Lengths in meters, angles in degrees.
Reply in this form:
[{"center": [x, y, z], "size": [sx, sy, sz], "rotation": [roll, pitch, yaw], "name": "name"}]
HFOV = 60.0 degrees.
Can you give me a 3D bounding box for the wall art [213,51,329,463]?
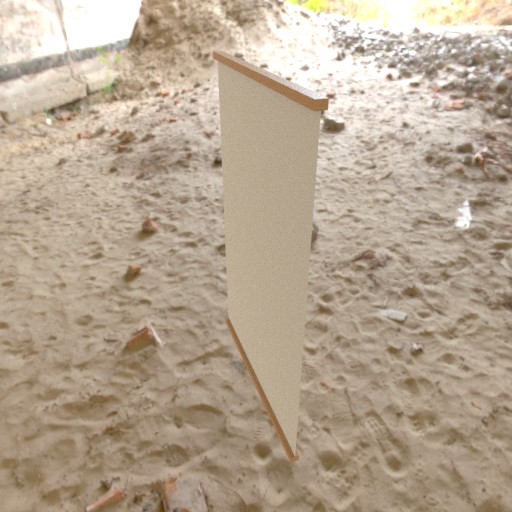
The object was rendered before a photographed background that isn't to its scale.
[{"center": [0.000, 0.000, 1.918], "size": [0.040, 1.510, 0.991], "rotation": [-11, 33, -17], "name": "wall art"}]
